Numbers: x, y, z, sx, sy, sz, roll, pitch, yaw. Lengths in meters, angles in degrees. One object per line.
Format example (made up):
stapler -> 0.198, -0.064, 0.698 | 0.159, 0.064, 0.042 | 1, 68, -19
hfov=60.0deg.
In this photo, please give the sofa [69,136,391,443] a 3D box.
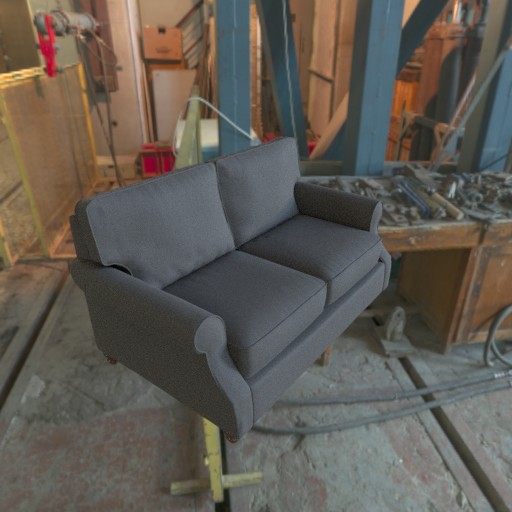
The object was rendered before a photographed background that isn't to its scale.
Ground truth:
sofa -> 0.000, 0.000, 2.341 | 0.964, 0.937, 1.665 | 19, 33, 33
